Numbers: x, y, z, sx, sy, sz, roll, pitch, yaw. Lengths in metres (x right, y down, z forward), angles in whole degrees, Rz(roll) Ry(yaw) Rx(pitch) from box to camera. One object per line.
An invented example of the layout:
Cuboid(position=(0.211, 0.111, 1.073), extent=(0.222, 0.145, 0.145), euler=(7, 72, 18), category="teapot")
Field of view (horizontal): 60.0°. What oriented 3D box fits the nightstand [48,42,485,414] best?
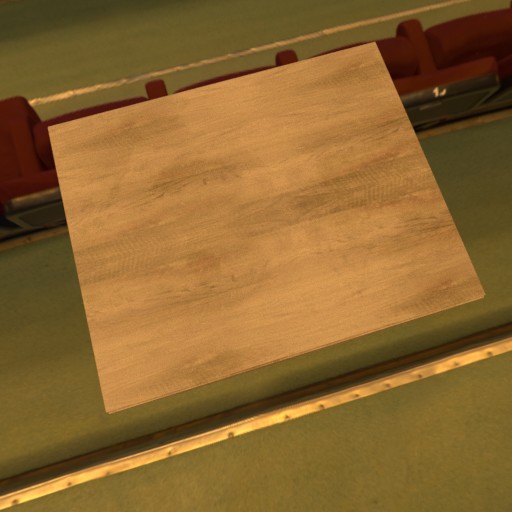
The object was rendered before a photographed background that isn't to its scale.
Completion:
Cuboid(position=(0.000, 0.000, 0.731), extent=(0.427, 0.448, 0.347), euler=(-16, 76, -4), category="nightstand")
